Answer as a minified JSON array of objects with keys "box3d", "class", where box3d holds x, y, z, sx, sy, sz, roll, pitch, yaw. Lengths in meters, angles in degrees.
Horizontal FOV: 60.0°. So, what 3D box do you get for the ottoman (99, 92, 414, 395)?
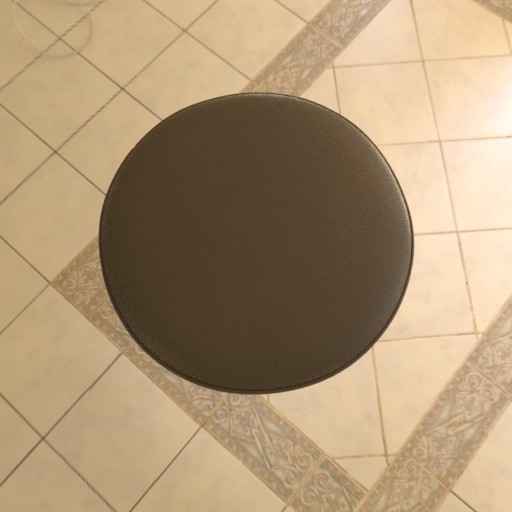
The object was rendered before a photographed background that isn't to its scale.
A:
[{"box3d":[0.000,0.000,0.859,0.500,0.409,0.500,0,76,0],"class":"ottoman"}]
